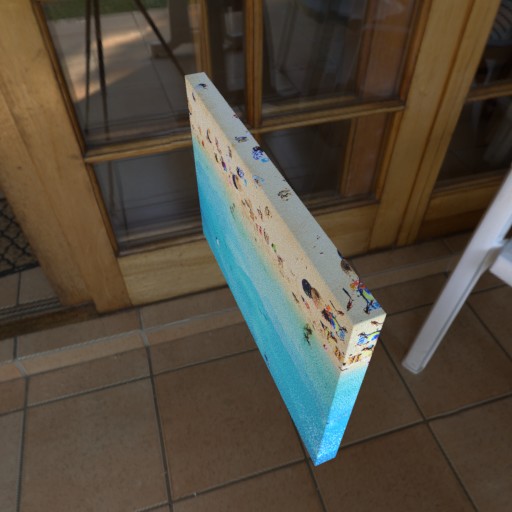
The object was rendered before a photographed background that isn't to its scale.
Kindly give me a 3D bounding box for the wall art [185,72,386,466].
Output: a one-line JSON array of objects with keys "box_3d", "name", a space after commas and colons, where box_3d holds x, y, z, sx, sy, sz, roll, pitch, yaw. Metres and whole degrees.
[{"box_3d": [0.000, 0.000, 1.156, 0.057, 0.595, 0.894, -17, 49, -15], "name": "wall art"}]
